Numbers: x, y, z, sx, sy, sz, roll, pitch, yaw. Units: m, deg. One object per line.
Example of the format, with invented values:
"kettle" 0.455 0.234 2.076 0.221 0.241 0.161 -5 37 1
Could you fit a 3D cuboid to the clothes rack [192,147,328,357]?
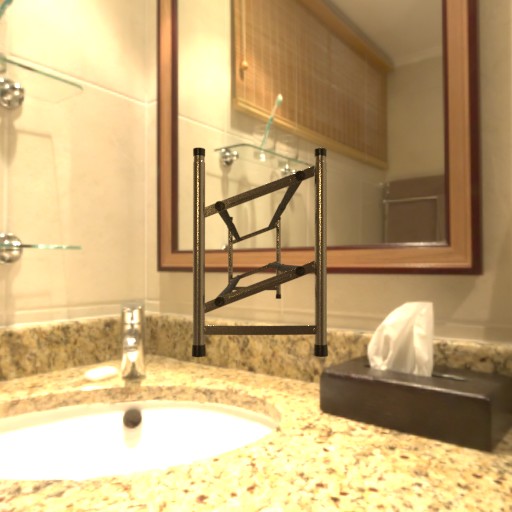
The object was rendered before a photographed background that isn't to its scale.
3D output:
"clothes rack" 0.000 0.000 1.317 0.229 0.349 1.168 0 -1 -1
